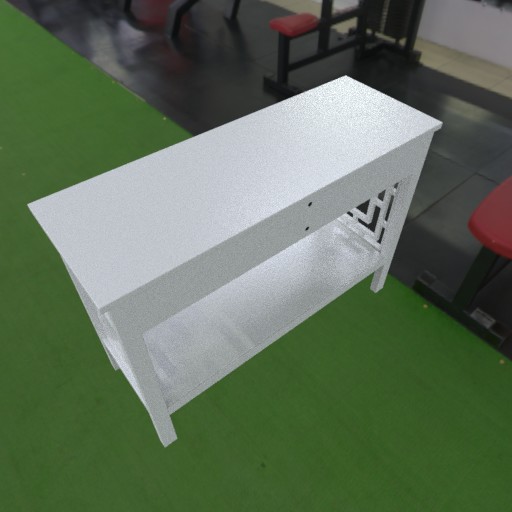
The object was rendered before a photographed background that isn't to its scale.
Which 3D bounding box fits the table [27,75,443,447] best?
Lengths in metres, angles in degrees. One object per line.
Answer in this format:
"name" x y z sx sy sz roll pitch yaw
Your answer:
"table" 0.000 0.000 1.437 1.068 0.753 0.397 -30 54 -25
